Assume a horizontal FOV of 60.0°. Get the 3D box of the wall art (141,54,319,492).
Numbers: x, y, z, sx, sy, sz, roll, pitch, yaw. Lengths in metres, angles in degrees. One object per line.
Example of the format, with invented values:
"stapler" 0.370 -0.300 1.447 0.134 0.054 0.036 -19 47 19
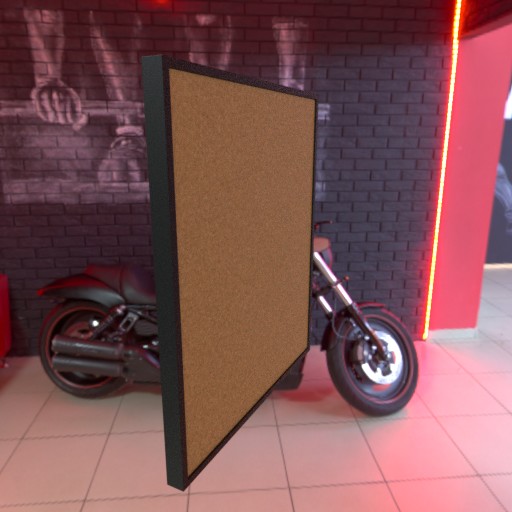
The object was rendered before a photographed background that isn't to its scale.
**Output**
"wall art" 0.000 0.000 0.515 0.019 0.381 0.330 8 16 27
